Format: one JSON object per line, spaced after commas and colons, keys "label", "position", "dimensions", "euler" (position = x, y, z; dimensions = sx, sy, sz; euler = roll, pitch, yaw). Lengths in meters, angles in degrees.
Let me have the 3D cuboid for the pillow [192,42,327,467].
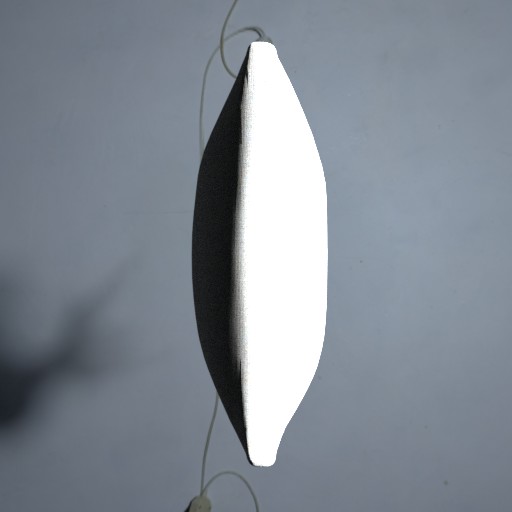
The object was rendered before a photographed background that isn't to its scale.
{"label": "pillow", "position": [0.000, 0.000, 0.756], "dimensions": [0.219, 0.491, 0.496], "euler": [0, 89, 1]}
